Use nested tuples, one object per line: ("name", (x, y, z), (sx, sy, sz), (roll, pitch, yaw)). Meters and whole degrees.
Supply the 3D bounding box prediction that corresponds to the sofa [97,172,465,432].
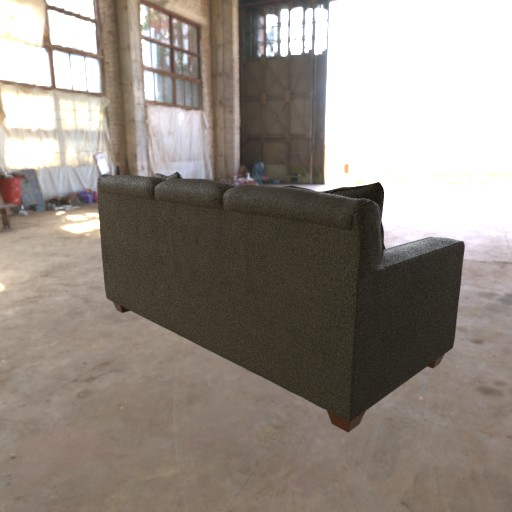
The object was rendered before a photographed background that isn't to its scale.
("sofa", (0.000, 0.000, 2.593), (0.997, 0.958, 2.024), (-13, 18, -43))
